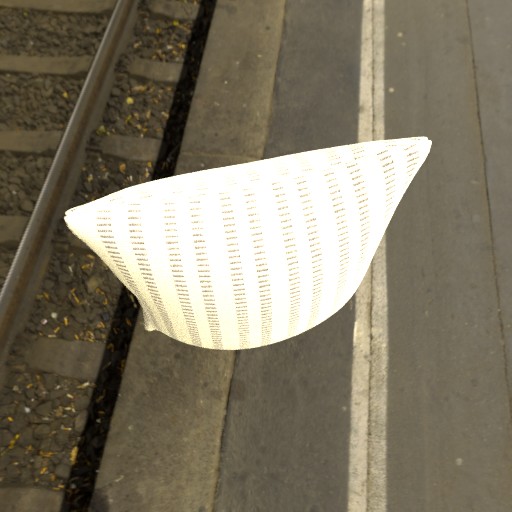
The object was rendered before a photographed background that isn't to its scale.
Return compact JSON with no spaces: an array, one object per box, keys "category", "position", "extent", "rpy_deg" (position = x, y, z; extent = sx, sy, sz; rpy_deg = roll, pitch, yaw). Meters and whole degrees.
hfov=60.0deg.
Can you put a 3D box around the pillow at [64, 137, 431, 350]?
[{"category":"pillow","position":[0.000,0.000,0.689],"extent":[0.438,0.419,0.247],"rpy_deg":[-13,64,-6]}]
